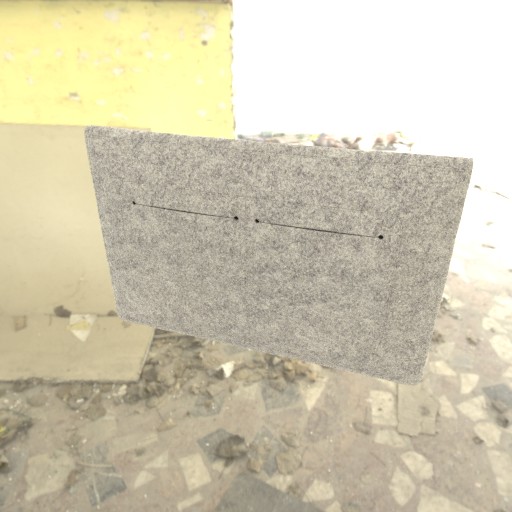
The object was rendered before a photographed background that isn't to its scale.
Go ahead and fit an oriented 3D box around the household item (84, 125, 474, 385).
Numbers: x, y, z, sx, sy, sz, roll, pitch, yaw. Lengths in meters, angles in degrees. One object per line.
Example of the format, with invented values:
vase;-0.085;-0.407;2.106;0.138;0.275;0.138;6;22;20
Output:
household item;0.000;0.000;0.422;0.335;0.221;0.057;9;30;16
